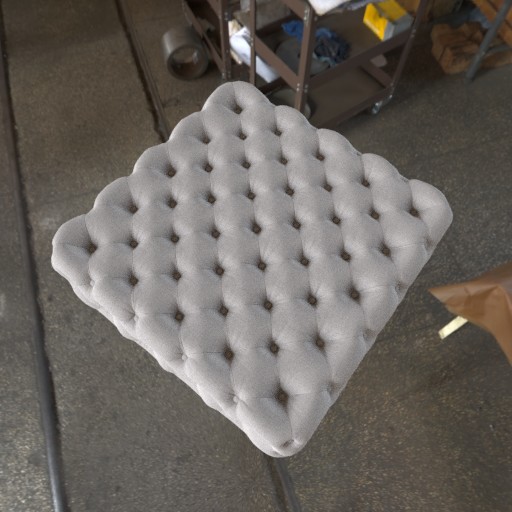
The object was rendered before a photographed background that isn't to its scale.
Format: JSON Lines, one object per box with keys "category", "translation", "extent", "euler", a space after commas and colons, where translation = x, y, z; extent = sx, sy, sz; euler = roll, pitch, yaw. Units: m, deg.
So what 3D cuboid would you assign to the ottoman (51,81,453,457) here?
{"category": "ottoman", "translation": [0.000, 0.000, 1.211], "extent": [0.764, 0.365, 0.758], "euler": [34, 68, 16]}
